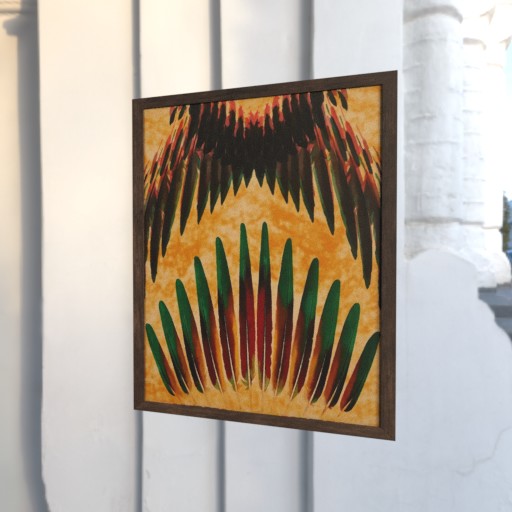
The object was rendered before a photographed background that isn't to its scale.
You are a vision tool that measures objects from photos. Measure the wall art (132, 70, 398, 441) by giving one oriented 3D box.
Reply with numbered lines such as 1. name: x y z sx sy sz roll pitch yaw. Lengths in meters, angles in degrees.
1. wall art: 0.000 0.000 0.545 0.329 0.406 0.027 0 1 17
